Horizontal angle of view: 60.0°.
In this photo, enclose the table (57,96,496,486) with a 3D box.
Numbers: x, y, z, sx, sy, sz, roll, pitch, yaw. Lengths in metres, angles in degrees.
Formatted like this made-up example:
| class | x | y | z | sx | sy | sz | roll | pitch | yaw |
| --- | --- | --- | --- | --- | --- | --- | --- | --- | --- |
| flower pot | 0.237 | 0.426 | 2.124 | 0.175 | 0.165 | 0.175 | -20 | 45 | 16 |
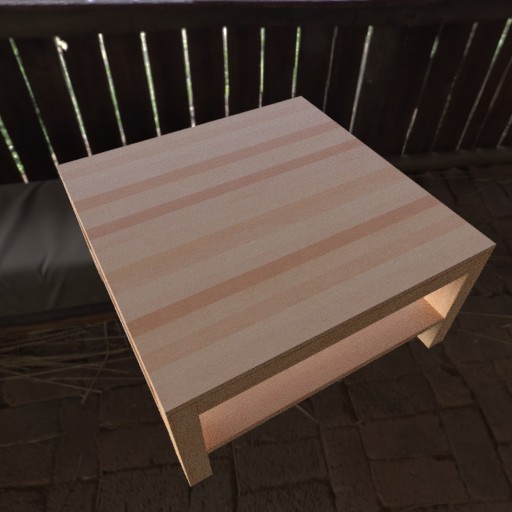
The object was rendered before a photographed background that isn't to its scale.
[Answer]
| class | x | y | z | sx | sy | sz | roll | pitch | yaw |
| --- | --- | --- | --- | --- | --- | --- | --- | --- | --- |
| table | 0.000 | 0.000 | 1.410 | 0.900 | 0.450 | 0.900 | -22 | 51 | -20 |
